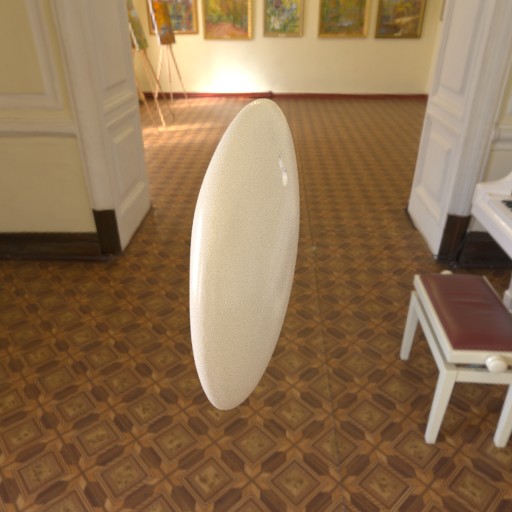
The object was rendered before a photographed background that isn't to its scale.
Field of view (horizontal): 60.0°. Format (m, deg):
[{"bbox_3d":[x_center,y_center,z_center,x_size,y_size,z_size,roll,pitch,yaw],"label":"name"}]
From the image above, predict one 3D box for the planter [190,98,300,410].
[{"bbox_3d":[0.000,0.000,0.281,0.043,0.188,0.185,8,30,14],"label":"planter"}]
